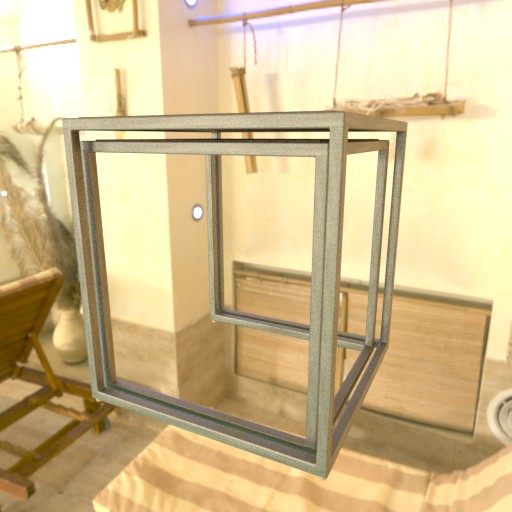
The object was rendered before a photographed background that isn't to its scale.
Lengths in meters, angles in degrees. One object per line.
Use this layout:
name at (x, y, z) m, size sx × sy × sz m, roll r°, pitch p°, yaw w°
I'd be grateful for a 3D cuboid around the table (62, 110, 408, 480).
table at (0.000, 0.000, 0.847) m, size 0.449 × 0.500 × 0.450 m, roll 7°, pitch 17°, yaw 26°
